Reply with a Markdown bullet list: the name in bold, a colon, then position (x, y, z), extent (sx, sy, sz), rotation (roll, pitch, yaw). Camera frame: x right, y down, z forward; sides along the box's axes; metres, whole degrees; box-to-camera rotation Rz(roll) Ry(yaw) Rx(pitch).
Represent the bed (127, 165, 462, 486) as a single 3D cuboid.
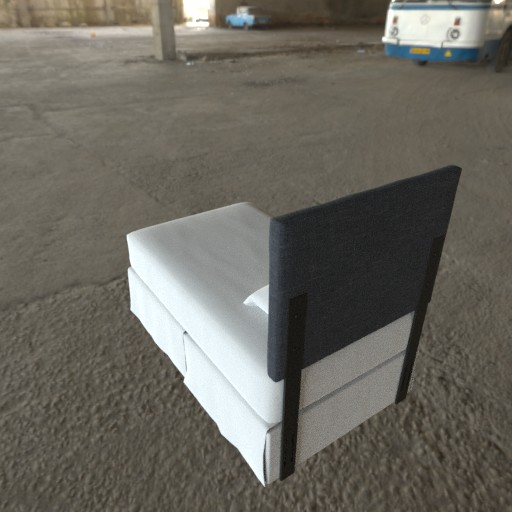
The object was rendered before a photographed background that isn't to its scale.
- **bed**: position (0.000, 0.000, 2.989), extent (1.261, 1.571, 1.997), rotation (-19, 35, -29)
